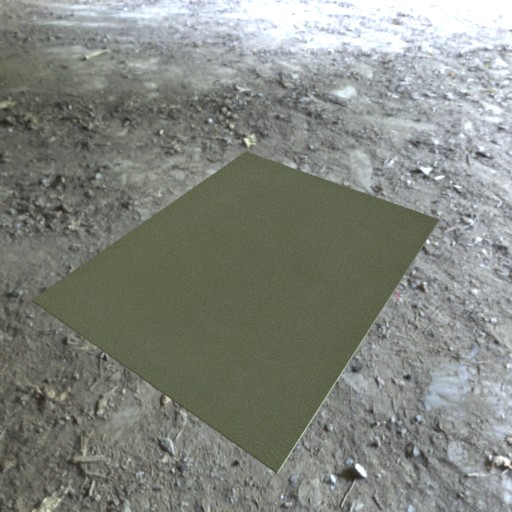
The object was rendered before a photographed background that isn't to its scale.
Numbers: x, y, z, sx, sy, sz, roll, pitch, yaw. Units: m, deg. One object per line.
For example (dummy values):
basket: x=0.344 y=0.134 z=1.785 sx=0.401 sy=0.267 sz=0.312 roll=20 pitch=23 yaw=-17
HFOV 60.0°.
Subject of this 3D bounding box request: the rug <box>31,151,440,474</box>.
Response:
rug: x=0.000 y=0.000 z=3.478 sx=2.073 sy=0.011 sz=2.584 roll=25 pitch=48 yaw=25
